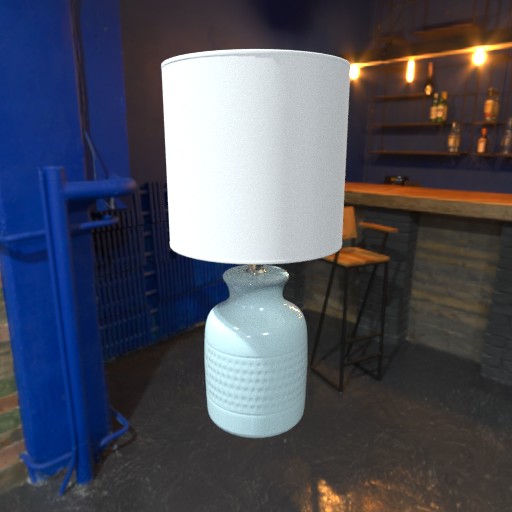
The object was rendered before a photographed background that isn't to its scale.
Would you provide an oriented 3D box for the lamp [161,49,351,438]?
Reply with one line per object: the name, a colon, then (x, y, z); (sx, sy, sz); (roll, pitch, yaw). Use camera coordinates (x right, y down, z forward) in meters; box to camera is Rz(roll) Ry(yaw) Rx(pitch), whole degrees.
lamp: (0.000, 0.000, 1.104); (0.418, 0.871, 0.418); (-14, 20, -42)
